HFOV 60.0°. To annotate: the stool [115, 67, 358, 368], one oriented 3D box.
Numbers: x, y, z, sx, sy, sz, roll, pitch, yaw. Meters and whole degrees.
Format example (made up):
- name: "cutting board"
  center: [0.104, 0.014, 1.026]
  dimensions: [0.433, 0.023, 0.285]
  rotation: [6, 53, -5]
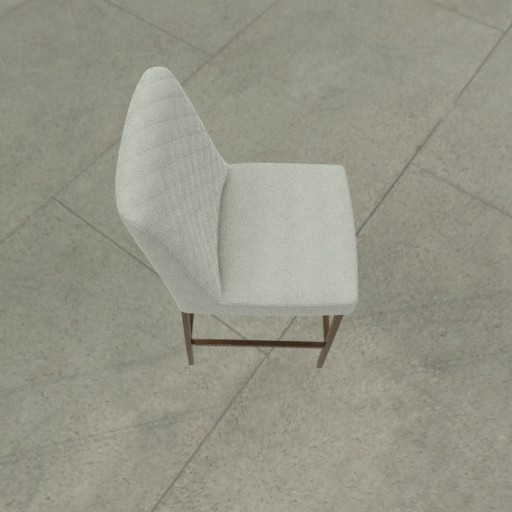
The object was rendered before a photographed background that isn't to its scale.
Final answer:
- name: "stool"
  center: [0.000, 0.000, 1.370]
  dimensions: [0.546, 1.084, 0.462]
  rotation: [1, 63, 1]
